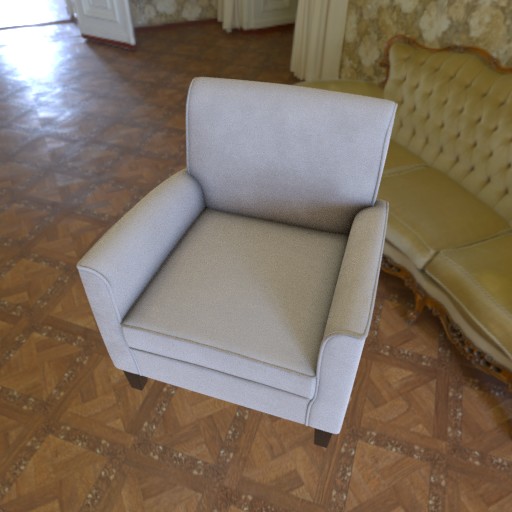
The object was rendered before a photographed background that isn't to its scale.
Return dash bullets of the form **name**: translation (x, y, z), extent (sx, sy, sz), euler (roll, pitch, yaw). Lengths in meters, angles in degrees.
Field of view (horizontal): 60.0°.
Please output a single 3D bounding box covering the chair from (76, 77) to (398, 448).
- **chair**: translation (0.000, 0.000, 1.550), extent (0.820, 0.915, 0.821), euler (12, 44, 13)
